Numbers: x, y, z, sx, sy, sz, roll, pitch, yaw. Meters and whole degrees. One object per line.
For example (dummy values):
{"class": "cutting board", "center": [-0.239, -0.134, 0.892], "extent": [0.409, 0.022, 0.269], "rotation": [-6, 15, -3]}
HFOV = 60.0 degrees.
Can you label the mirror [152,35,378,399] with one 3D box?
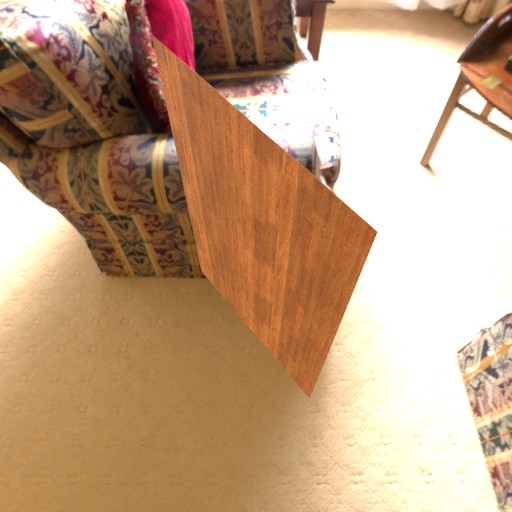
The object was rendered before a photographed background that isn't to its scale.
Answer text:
{"class": "mirror", "center": [0.000, 0.000, 1.244], "extent": [0.047, 1.010, 0.651], "rotation": [-34, 64, -19]}
